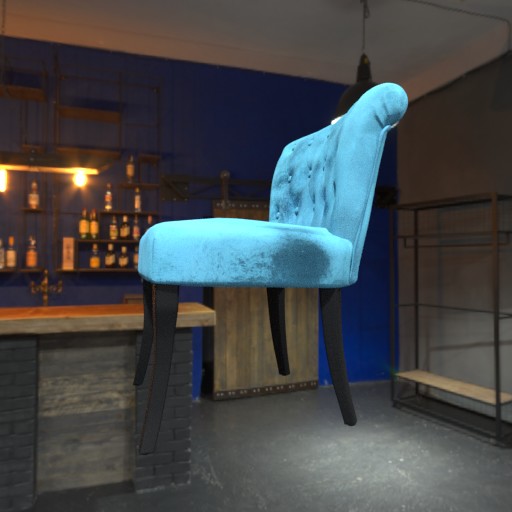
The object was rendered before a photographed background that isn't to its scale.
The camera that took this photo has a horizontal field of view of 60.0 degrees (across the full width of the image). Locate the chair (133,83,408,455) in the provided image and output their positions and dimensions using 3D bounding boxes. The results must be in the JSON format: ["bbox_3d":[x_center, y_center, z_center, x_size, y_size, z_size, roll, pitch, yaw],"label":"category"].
[{"bbox_3d":[0.000,0.000,1.147,0.605,0.750,0.582,0,0,-17],"label":"chair"}]
